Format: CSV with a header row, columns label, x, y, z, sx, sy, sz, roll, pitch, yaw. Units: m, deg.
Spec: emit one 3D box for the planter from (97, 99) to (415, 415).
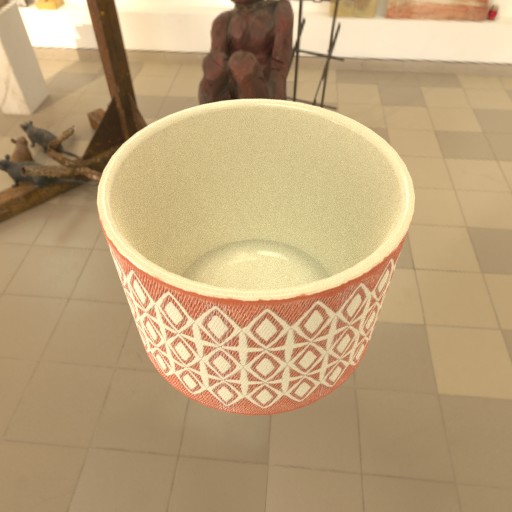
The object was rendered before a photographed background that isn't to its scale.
label,x,y,z,sx,sy,sz,roll,pitch,yaw
planter,0.000,0.000,0.328,0.192,0.148,0.192,0,47,0
